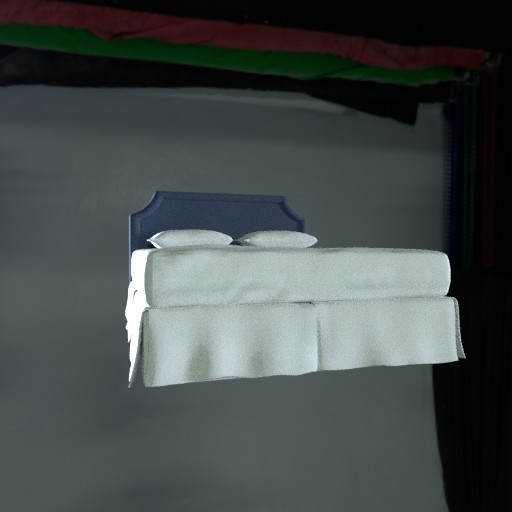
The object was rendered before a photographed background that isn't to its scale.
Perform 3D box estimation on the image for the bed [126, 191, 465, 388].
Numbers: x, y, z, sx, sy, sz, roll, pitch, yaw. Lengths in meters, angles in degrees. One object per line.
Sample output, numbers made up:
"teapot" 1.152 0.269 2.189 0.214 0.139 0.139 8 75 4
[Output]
"bed" 0.000 0.000 4.123 2.350 1.488 2.773 0 1 -17
